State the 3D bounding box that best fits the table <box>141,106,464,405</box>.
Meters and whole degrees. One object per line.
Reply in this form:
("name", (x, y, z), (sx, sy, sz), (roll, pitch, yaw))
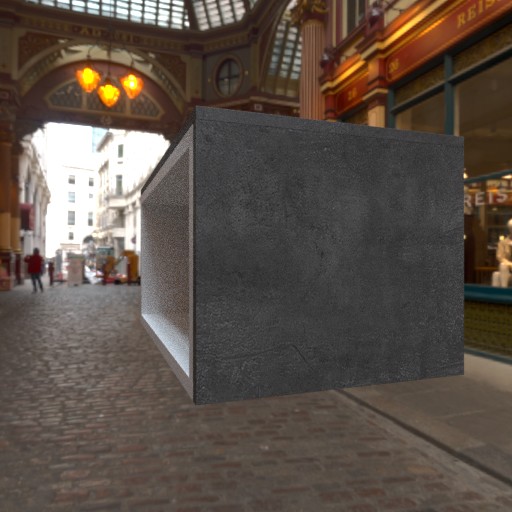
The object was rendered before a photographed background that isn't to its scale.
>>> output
("table", (0.000, 0.000, 0.913), (0.400, 0.350, 0.700), (0, 0, -20))
